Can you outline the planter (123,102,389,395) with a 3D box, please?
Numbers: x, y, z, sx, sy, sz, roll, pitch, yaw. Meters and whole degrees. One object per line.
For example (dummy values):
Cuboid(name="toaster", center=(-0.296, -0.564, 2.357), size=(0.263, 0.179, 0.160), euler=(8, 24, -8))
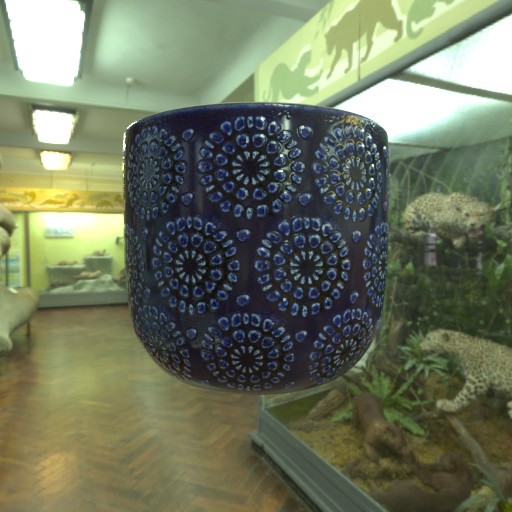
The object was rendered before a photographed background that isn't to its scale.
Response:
Cuboid(name="planter", center=(0.000, 0.000, 0.288), size=(0.165, 0.149, 0.165), euler=(0, 2, 0))
